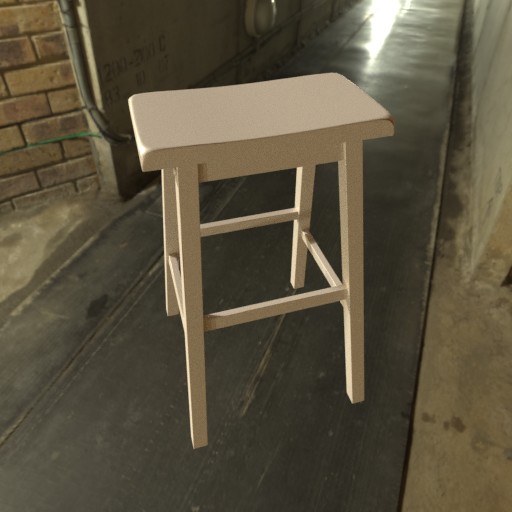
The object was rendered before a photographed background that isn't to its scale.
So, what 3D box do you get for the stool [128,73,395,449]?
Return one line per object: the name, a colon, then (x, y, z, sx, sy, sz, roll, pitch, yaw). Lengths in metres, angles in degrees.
stool: (0.000, 0.000, 1.055, 0.457, 0.737, 0.476, -11, 42, -12)
